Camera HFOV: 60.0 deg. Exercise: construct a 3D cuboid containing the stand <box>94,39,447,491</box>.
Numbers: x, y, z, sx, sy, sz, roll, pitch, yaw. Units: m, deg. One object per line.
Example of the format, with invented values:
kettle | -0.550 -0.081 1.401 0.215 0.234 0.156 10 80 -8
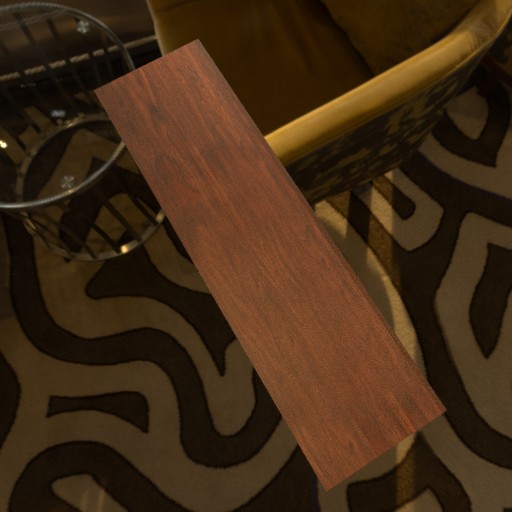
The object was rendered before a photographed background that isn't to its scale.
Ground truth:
stand | 0.000 0.000 1.848 0.481 0.610 1.626 -30 77 -7
